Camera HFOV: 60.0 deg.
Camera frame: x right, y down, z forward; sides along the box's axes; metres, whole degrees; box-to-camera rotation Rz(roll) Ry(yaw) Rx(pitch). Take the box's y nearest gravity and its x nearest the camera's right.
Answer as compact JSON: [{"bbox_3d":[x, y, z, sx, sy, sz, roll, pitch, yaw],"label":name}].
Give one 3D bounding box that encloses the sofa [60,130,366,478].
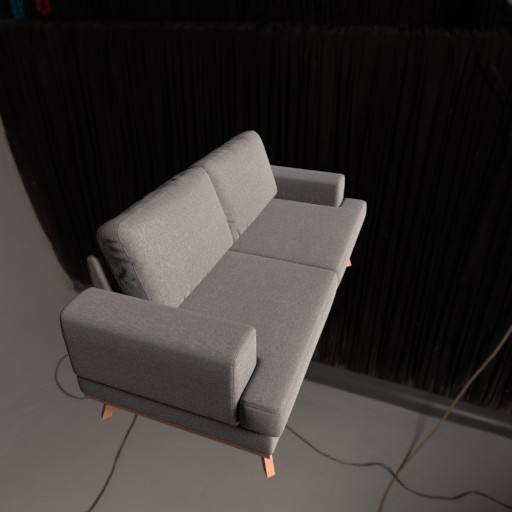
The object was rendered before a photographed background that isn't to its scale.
[{"bbox_3d":[0.000,0.000,2.046,0.785,0.810,1.650,11,32,18],"label":"sofa"}]
